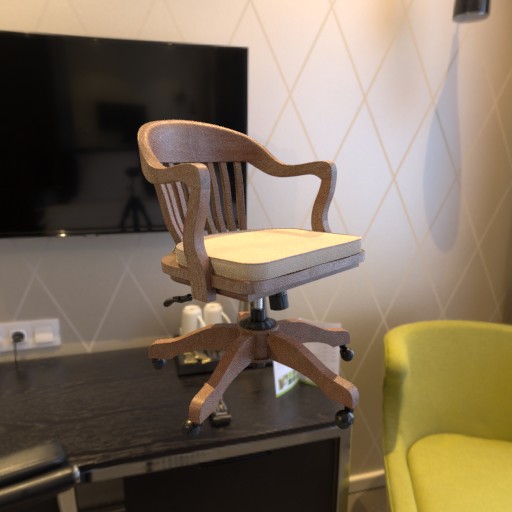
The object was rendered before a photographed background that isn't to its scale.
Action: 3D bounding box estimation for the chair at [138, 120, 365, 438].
[{"bbox_3d":[0.000,0.000,1.430,0.788,0.878,0.750,12,18,43],"label":"chair"}]
